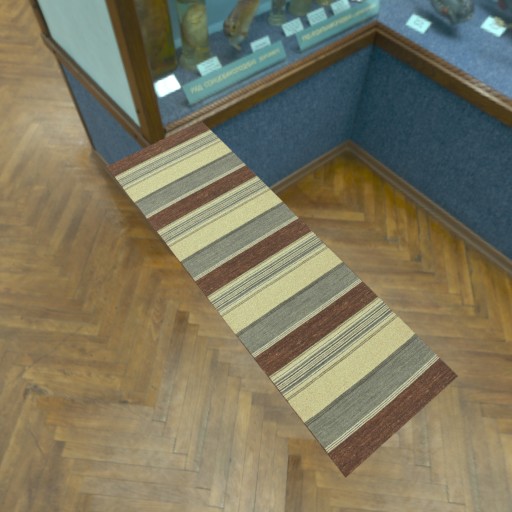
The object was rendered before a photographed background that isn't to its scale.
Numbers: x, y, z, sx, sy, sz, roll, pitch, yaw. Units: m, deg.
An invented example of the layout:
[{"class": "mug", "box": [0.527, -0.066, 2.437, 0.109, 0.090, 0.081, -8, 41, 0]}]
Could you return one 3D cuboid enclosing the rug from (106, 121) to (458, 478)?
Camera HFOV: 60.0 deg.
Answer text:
[{"class": "rug", "box": [0.000, 0.000, 2.695, 0.792, 0.006, 2.437, -32, 63, -19]}]
